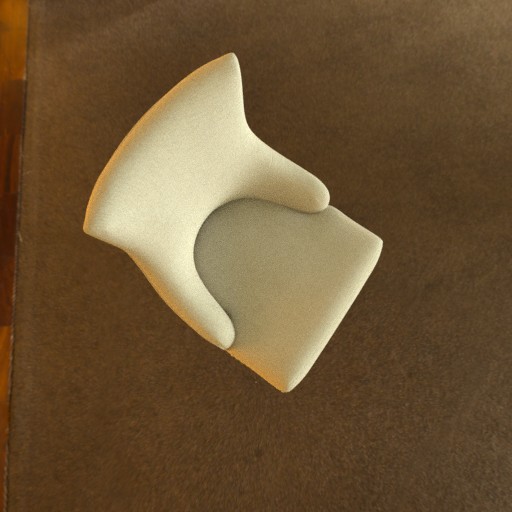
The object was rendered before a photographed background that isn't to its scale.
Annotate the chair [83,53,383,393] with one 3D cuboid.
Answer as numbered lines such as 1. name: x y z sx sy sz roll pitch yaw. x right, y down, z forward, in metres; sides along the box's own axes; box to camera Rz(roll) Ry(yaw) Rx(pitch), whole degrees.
1. chair: 0.000 0.000 1.320 0.629 0.909 0.566 33 77 9
